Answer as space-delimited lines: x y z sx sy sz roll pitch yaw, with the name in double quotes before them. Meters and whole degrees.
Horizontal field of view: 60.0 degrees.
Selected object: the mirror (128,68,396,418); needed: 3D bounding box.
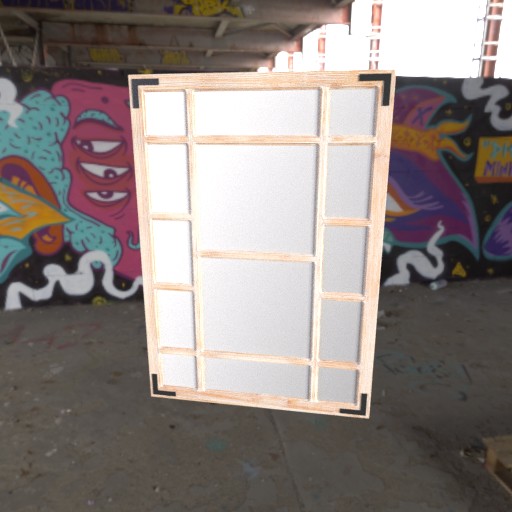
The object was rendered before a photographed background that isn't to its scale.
"mirror" 0.000 0.000 1.291 0.705 0.996 0.025 3 16 9
